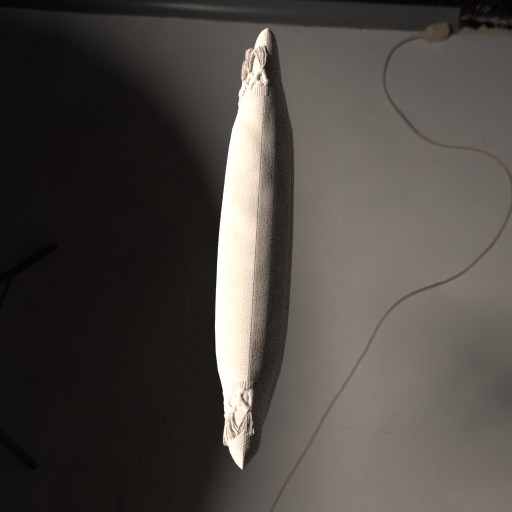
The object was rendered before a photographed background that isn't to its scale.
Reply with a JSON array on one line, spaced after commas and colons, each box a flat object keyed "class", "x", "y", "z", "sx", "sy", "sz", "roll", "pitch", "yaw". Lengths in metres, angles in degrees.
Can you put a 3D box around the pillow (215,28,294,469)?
[{"class": "pillow", "x": 0.000, "y": 0.000, "z": 0.588, "sx": 0.084, "sy": 0.305, "sz": 0.466, "roll": 3, "pitch": 75, "yaw": 1}]
